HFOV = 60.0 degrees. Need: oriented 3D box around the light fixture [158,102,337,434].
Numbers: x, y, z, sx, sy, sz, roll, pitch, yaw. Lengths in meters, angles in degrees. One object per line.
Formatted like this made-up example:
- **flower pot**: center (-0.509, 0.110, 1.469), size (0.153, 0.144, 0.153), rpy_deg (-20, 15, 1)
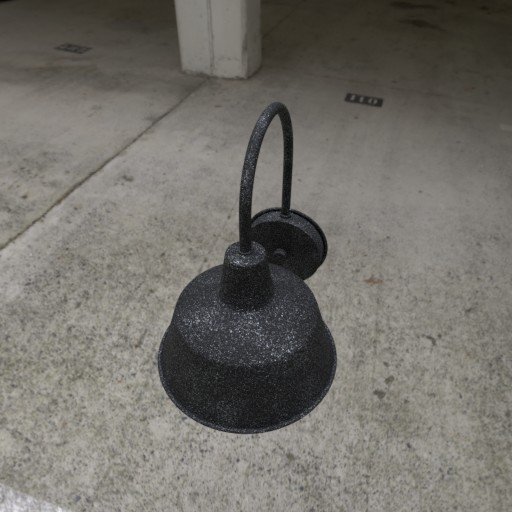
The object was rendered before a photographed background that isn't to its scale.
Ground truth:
- **light fixture**: center (0.000, 0.000, 0.485), size (0.216, 0.300, 0.283), rpy_deg (12, 42, 14)
